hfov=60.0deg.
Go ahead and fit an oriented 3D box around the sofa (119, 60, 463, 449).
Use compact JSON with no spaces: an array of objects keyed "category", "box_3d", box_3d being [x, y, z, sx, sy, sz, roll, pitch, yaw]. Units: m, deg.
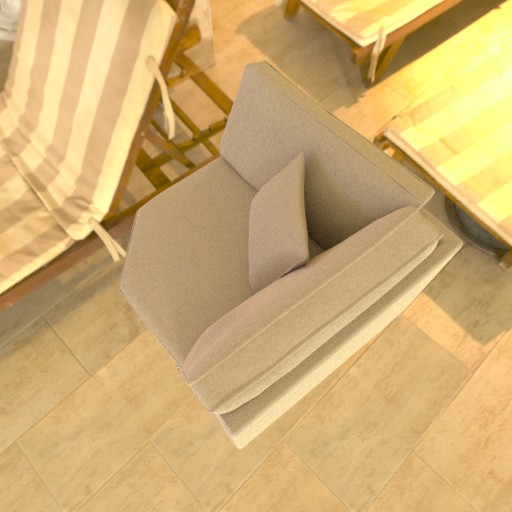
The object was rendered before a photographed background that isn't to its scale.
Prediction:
[{"category":"sofa","box_3d":[0.000,0.000,1.832,1.042,0.937,1.050,-36,69,-16]}]
